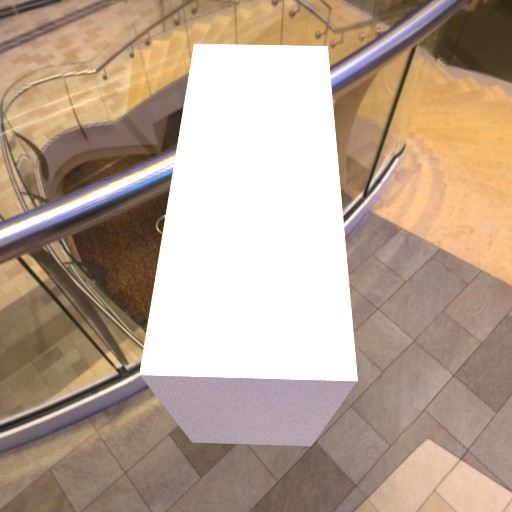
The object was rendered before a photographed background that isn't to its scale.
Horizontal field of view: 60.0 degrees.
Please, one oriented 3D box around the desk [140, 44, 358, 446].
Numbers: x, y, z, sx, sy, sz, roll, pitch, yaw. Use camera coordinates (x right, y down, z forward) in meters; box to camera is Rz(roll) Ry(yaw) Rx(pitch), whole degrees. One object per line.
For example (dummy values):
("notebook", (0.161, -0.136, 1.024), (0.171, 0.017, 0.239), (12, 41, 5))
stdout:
("desk", (0.000, 0.000, 1.409), (0.400, 0.790, 1.000), (1, 59, 1))
